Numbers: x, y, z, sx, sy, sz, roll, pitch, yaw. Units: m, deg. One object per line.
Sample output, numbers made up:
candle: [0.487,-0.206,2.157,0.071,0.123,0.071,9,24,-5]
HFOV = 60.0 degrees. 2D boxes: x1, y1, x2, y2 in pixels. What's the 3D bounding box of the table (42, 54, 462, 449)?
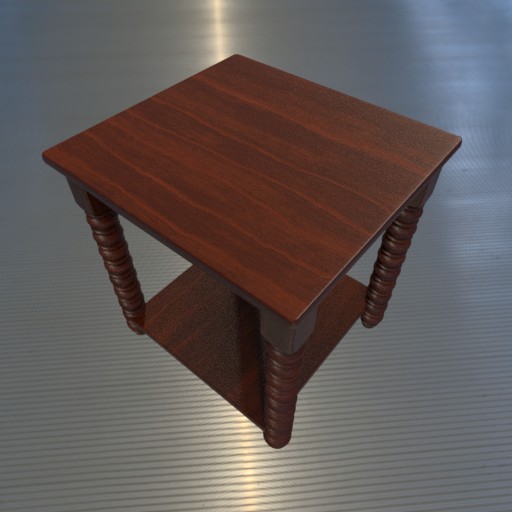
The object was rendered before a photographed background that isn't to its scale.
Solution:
table: [0.000,0.000,0.968,0.533,0.567,0.500,32,55,25]
